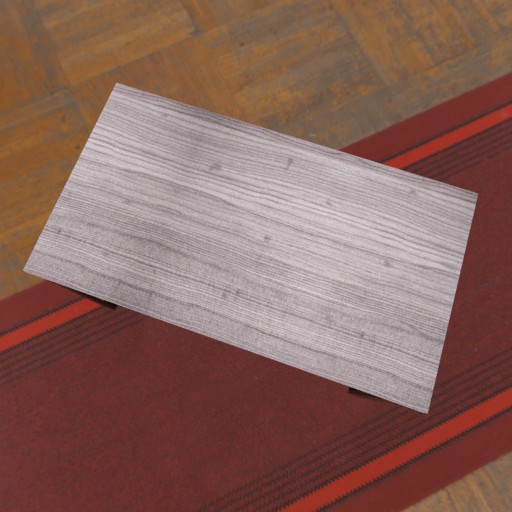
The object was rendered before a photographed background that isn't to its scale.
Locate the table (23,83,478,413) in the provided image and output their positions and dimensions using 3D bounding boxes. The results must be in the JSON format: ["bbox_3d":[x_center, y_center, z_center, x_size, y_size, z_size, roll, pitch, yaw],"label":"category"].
[{"bbox_3d":[0.000,0.000,2.088,1.579,0.736,0.881,18,75,5],"label":"table"}]
